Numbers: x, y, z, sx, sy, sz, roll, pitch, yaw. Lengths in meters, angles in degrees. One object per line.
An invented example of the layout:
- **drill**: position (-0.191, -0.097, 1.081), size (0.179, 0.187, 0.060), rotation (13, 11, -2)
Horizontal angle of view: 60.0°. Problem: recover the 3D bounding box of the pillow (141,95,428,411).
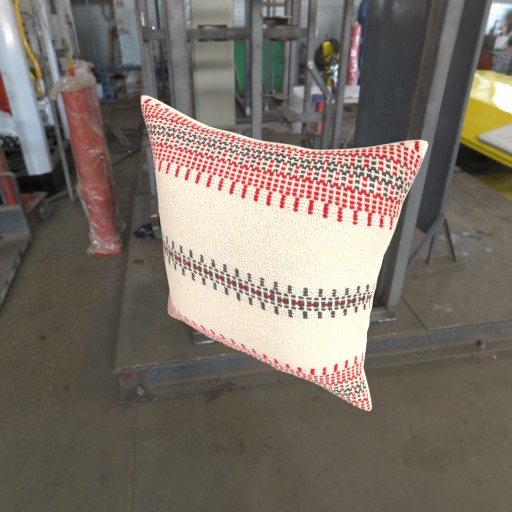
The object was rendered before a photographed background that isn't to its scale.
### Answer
- **pillow**: position (0.000, 0.000, 0.726), size (0.463, 0.454, 0.160), rotation (20, 36, 29)
